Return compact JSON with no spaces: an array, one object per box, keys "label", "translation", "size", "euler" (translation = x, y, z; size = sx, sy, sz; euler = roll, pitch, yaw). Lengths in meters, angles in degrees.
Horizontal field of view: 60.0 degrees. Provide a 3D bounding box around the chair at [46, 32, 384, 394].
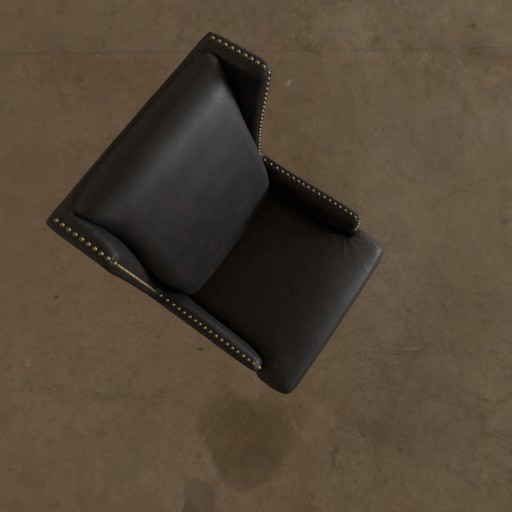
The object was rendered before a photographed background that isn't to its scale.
[{"label":"chair","translation":[0.000,0.000,1.624],"size":[0.799,1.142,0.703],"euler":[35,79,8]}]
